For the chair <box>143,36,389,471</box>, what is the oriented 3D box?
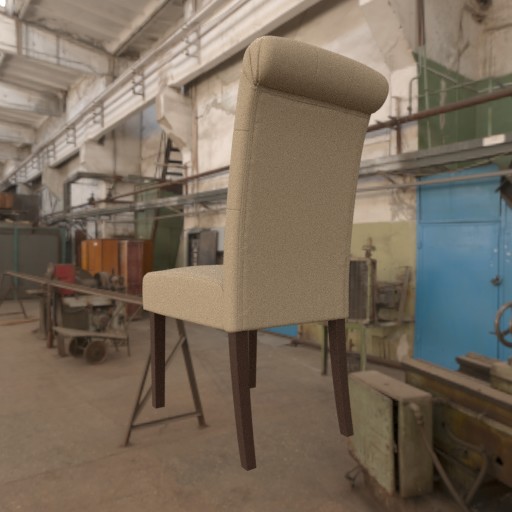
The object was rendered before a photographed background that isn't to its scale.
[{"bbox_3d":[0.000,0.000,1.325,0.456,1.006,0.671,-1,1,-35],"label":"chair"}]
